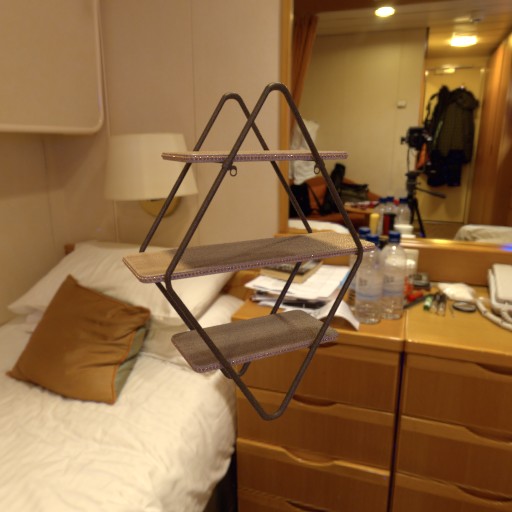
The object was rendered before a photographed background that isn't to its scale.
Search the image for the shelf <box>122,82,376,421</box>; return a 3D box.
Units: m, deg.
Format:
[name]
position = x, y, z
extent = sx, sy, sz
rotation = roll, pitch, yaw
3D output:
[shelf]
position = 0.000, 0.000, 1.084
extent = 0.609, 0.774, 0.234
rotation = -7, 16, -26
